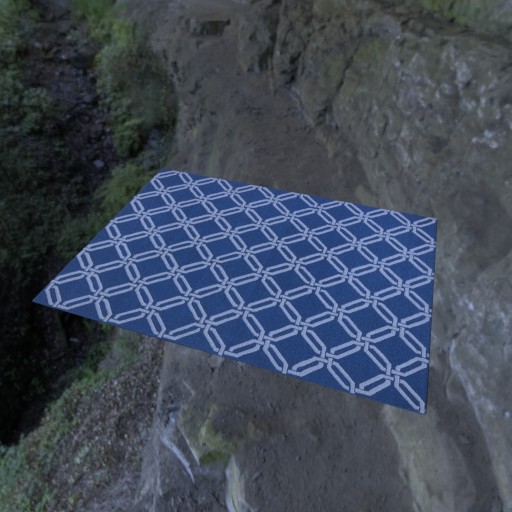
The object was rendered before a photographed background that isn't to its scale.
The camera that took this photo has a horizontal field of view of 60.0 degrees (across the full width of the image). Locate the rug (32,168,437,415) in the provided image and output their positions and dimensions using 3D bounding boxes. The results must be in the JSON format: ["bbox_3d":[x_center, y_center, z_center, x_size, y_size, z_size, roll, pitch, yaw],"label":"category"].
[{"bbox_3d":[0.000,0.000,4.364,3.342,0.018,2.432,13,43,14],"label":"rug"}]
